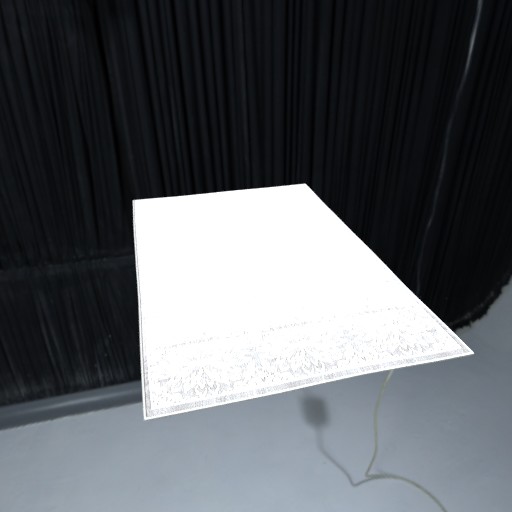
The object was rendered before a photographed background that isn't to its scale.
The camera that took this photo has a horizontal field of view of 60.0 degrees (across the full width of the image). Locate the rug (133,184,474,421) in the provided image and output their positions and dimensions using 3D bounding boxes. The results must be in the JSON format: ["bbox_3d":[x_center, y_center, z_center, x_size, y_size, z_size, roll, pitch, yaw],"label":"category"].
[{"bbox_3d":[0.000,0.000,3.442,1.819,0.018,2.746,-7,31,-13],"label":"rug"}]
